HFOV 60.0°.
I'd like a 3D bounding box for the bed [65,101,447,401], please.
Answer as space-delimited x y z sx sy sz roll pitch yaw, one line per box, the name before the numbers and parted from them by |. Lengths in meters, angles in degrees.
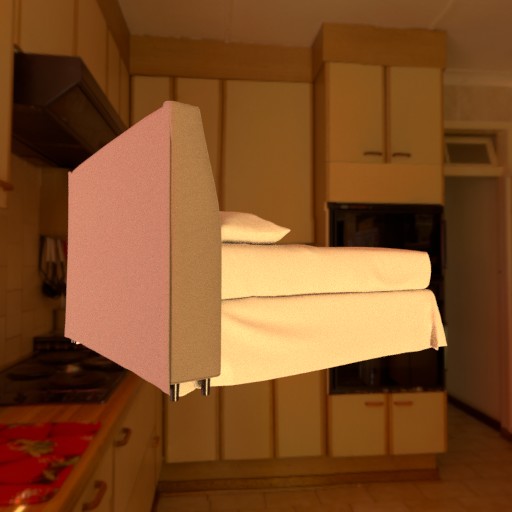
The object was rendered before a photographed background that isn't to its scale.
bed | 0.000 0.000 3.314 2.276 1.332 1.925 1 -2 -35
